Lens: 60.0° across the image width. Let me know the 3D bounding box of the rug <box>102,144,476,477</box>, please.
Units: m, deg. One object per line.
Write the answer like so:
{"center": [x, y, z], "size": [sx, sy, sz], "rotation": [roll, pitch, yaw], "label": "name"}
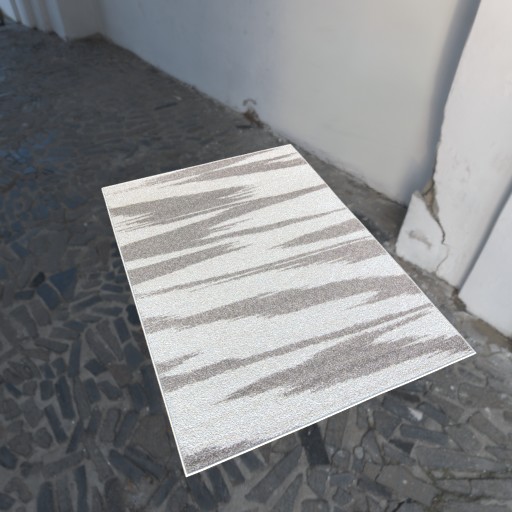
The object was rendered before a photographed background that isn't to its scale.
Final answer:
{"center": [0.000, 0.000, 2.731], "size": [1.533, 0.010, 2.142], "rotation": [-17, 48, -16], "label": "rug"}
